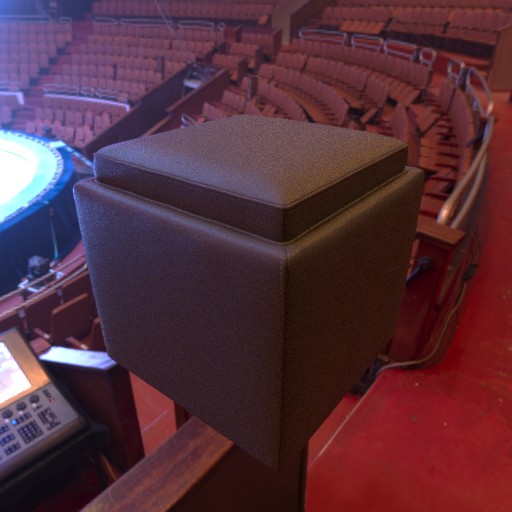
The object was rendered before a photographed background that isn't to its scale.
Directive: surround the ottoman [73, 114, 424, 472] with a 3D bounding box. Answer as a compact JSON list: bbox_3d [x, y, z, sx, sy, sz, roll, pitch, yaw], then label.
[{"bbox_3d":[0.000,0.000,0.836,0.451,0.460,0.450,20,34,33],"label":"ottoman"}]
